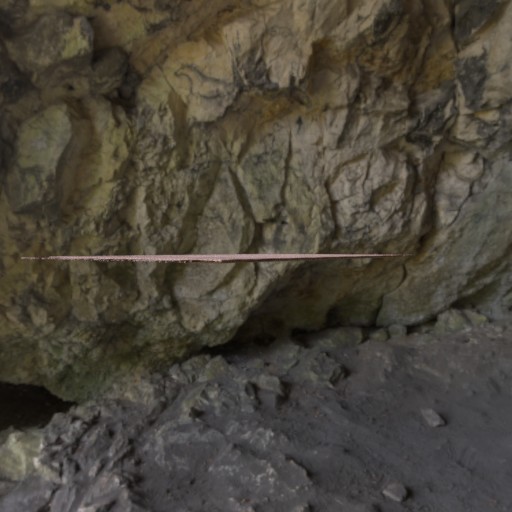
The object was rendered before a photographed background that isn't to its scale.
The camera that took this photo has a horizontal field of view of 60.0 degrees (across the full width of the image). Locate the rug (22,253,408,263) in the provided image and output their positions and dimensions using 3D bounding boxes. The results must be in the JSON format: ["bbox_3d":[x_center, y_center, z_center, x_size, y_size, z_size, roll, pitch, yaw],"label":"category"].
[{"bbox_3d":[0.000,0.000,2.049,0.905,0.017,1.718,1,1,37],"label":"rug"}]
